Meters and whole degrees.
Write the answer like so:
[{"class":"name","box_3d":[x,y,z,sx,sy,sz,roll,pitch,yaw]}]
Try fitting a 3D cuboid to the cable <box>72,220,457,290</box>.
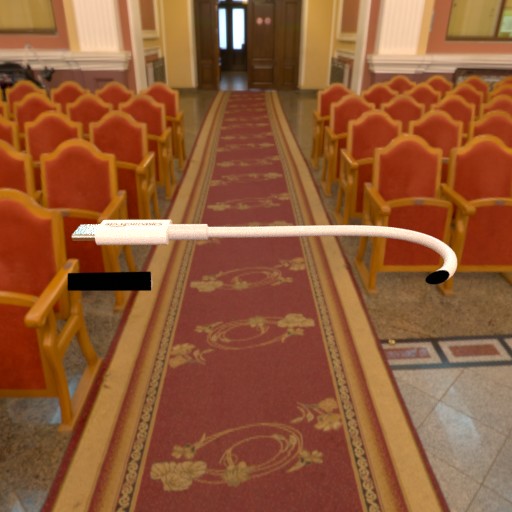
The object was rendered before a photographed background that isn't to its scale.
[{"class":"cable","box_3d":[0.000,0.000,0.109,0.098,0.006,0.040,0,27,0]}]
